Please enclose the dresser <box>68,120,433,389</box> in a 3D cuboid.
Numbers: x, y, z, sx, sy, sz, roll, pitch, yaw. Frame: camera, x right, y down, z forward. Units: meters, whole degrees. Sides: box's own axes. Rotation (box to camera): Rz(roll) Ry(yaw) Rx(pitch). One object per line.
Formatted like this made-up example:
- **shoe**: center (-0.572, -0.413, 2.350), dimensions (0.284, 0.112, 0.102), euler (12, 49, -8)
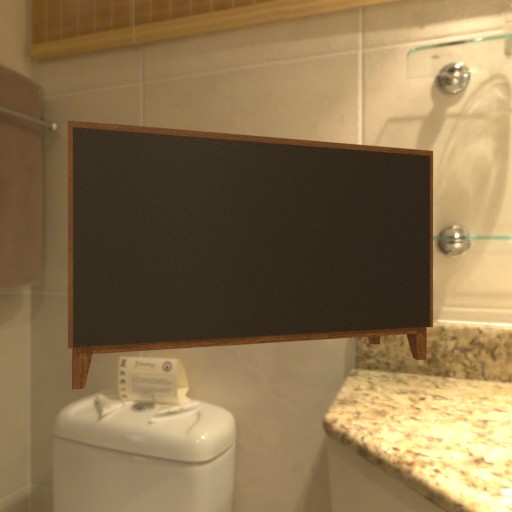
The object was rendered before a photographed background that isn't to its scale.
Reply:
- **dresser**: center (0.000, 0.000, 1.838), dimensions (1.400, 0.873, 0.446), euler (0, 0, -17)
